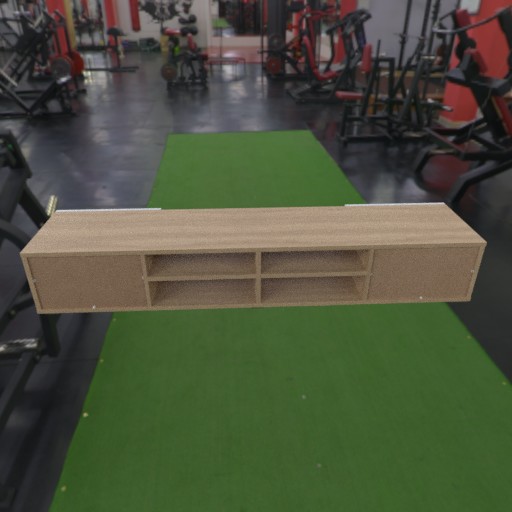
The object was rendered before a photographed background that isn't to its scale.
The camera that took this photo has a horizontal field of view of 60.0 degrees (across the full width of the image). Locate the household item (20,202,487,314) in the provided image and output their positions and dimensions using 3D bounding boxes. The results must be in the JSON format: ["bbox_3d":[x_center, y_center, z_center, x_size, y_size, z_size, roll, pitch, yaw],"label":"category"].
[{"bbox_3d":[0.000,0.000,2.012,1.850,0.310,0.420,-1,29,-2],"label":"household item"}]
